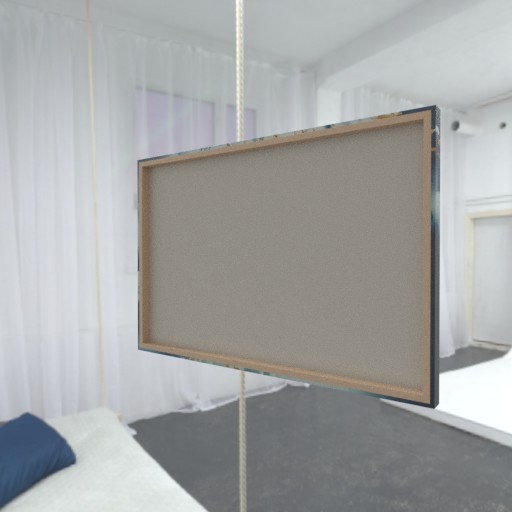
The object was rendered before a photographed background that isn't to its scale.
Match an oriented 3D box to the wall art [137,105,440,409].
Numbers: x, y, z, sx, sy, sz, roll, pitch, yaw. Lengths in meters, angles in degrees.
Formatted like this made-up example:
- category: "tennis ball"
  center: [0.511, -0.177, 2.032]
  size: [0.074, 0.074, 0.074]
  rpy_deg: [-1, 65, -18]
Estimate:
- category: "wall art"
  center: [0.000, 0.000, 1.169]
  size: [0.912, 0.608, 0.038]
  rpy_deg: [0, 1, 36]
